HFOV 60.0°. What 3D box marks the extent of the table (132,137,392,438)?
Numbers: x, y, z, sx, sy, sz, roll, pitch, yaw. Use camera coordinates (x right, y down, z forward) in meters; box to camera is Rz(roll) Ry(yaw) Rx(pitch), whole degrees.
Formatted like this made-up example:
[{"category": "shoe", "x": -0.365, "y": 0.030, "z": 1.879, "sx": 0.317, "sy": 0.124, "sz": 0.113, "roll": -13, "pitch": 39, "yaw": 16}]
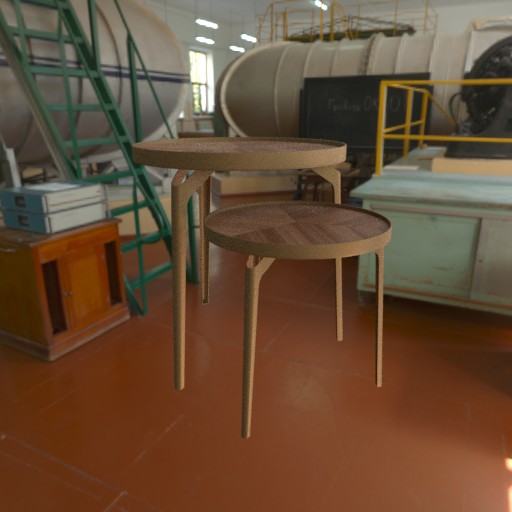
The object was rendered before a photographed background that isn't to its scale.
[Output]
[{"category": "table", "x": 0.000, "y": 0.000, "z": 1.143, "sx": 0.532, "sy": 0.555, "sz": 0.751, "roll": -10, "pitch": 21, "yaw": -27}]
